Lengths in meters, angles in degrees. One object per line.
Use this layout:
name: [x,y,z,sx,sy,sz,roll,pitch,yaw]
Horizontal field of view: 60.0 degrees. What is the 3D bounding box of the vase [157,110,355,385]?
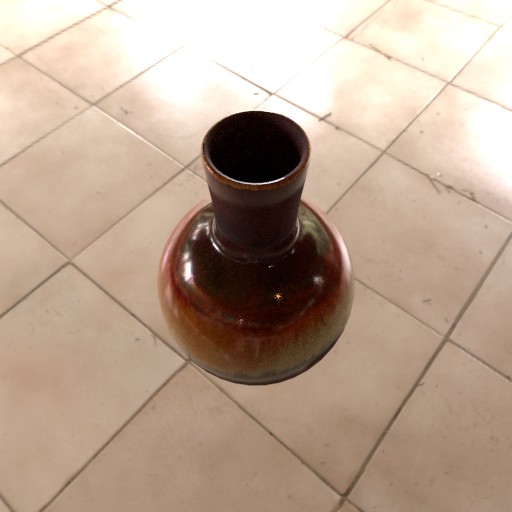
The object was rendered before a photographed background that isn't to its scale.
vase: [0.000,0.000,0.230,0.111,0.154,0.111,0,58,0]
